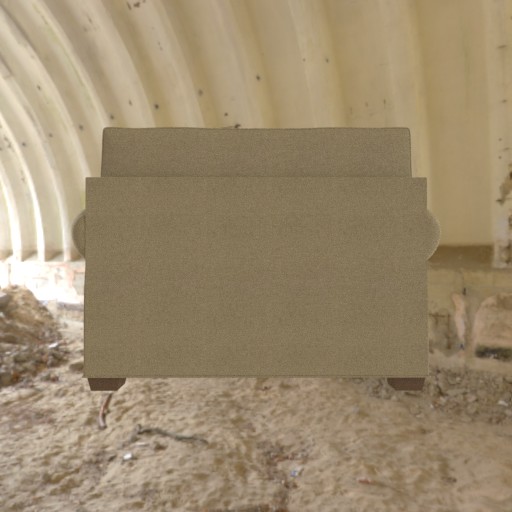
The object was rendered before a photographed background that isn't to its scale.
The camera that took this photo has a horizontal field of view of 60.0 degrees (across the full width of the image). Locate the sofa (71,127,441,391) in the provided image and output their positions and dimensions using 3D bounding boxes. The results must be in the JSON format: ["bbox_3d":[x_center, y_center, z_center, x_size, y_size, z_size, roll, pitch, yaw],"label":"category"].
[{"bbox_3d":[0.000,0.000,2.049,1.405,0.991,0.936,0,-1,0],"label":"sofa"}]
